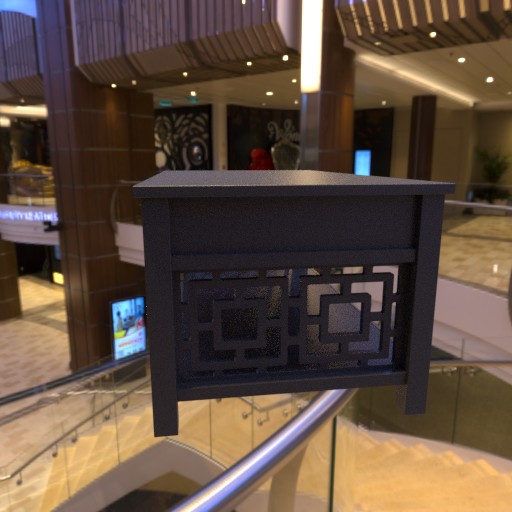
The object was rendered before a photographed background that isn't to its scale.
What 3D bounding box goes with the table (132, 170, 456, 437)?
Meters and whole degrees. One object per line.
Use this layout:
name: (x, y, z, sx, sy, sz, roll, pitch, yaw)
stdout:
table: (0.000, 0.000, 1.369, 0.612, 0.493, 1.068, -2, 12, -8)
